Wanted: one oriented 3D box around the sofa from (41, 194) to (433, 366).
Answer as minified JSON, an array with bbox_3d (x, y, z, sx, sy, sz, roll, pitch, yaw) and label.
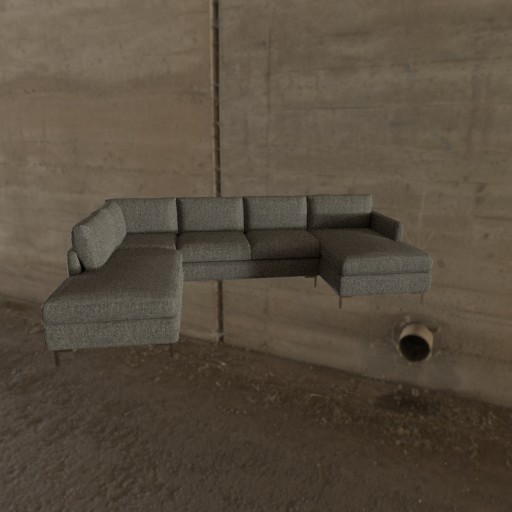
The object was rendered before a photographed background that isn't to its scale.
[{"bbox_3d":[0.000,0.000,3.560,2.737,0.756,1.879,-2,16,-8],"label":"sofa"}]
